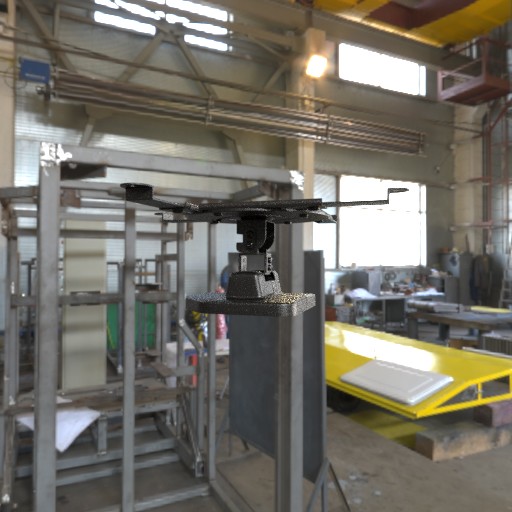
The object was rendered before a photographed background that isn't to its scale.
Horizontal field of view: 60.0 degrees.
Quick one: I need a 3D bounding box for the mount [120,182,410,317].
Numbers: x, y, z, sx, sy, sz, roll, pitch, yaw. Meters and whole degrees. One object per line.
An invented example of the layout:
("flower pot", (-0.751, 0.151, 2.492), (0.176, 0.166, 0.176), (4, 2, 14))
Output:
("mount", (0.000, 0.000, 0.602), (0.394, 0.141, 0.394), (0, -1, 18))
